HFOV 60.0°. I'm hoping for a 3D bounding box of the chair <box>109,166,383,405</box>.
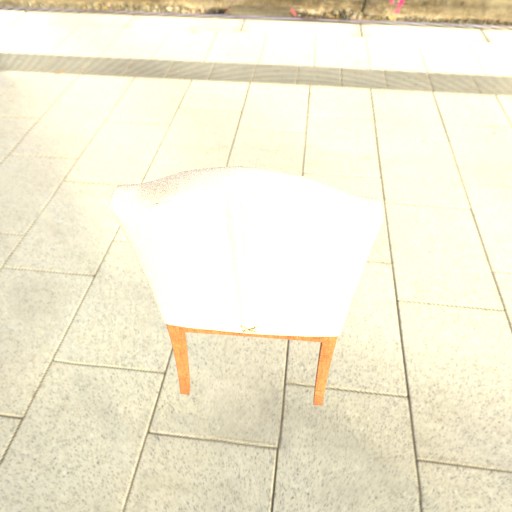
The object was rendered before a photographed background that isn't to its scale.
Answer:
[{"bbox_3d":[0.000,0.000,1.344,0.534,1.012,0.648,4,47,3],"label":"chair"}]
